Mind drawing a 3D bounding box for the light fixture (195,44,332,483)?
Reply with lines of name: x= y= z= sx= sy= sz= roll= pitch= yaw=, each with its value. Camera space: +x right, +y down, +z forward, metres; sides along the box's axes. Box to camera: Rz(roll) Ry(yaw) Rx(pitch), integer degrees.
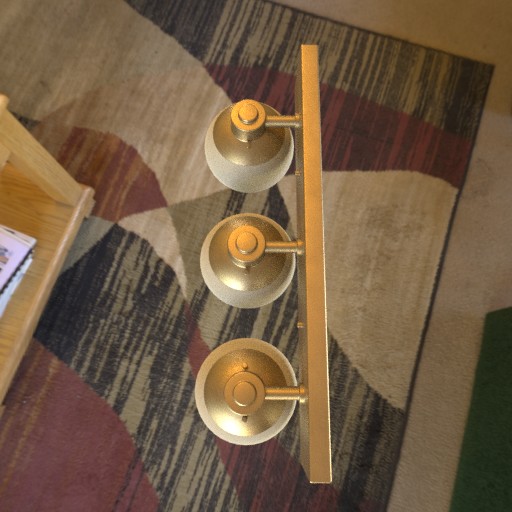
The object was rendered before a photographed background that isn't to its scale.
light fixture: x=0.000 y=0.000 z=0.835 sx=0.218 sy=0.263 sz=0.721 roll=0 pitch=76 yaw=0
